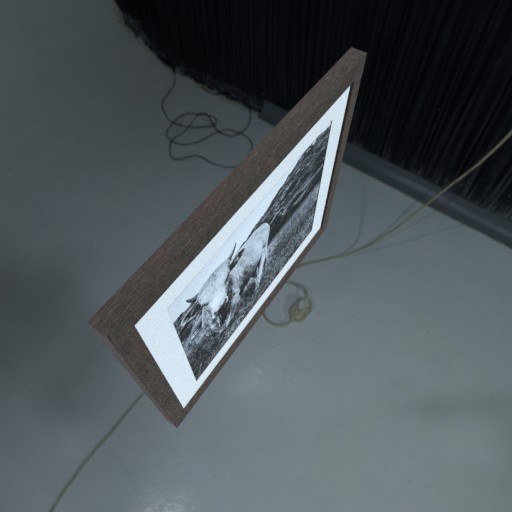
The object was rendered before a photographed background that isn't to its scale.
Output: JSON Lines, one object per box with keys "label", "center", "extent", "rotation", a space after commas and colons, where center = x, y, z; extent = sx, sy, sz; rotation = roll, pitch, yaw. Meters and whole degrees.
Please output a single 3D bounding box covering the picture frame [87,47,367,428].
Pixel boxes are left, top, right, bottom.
{"label": "picture frame", "center": [0.000, 0.000, 0.744], "extent": [0.026, 0.455, 0.546], "rotation": [31, 63, 17]}
